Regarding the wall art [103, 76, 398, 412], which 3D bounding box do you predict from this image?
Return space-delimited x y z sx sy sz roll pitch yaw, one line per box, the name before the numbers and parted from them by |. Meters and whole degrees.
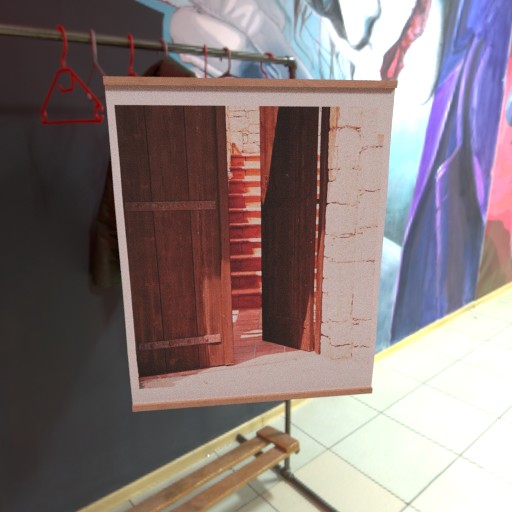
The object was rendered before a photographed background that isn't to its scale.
wall art | 0.000 0.000 0.681 0.406 0.508 0.013 -2 16 -7
